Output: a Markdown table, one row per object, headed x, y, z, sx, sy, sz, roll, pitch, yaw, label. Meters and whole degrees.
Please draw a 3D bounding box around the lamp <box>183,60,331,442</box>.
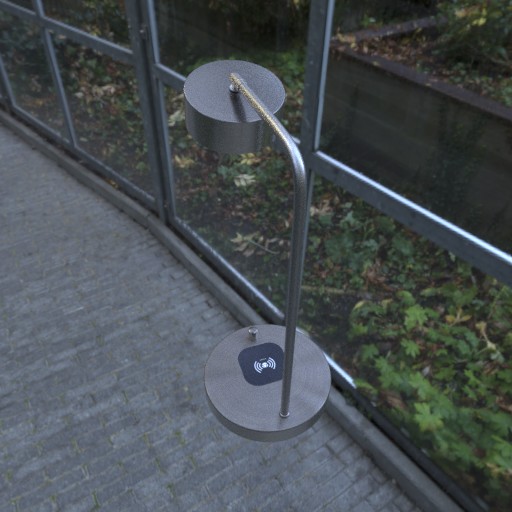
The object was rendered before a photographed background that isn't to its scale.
| x | y | z | sx | sy | sz | roll | pitch | yaw | label |
| --- | --- | --- | --- | --- | --- | --- | --- | --- | --- |
| 0.000 | 0.000 | 0.651 | 0.211 | 0.469 | 0.334 | -12 | 41 | -14 | lamp |
